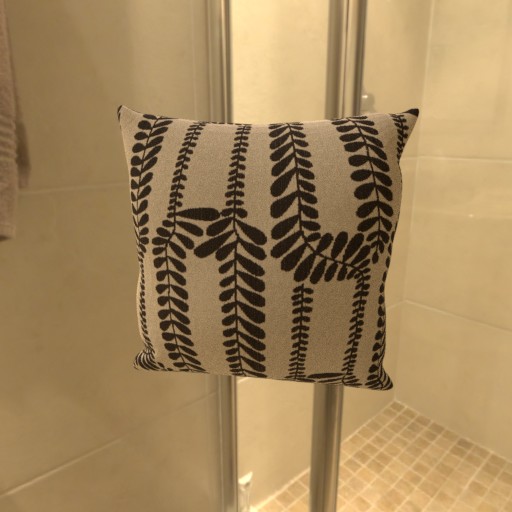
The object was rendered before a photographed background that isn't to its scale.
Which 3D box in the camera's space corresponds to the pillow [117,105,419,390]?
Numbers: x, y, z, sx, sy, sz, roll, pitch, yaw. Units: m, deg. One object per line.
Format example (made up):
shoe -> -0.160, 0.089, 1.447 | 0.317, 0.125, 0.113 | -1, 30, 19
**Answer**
pillow -> 0.000, 0.000, 0.678 | 0.440, 0.441, 0.182 | 3, 16, 10
